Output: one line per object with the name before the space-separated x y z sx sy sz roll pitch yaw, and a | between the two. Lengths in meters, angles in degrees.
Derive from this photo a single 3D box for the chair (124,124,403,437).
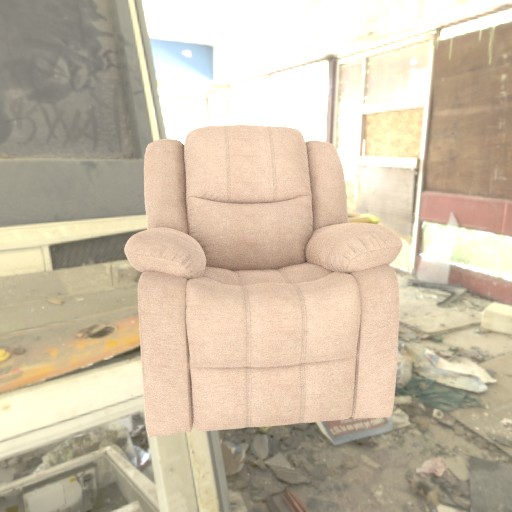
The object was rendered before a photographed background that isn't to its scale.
chair | 0.000 0.000 1.721 0.899 1.008 0.944 -2 14 -7
